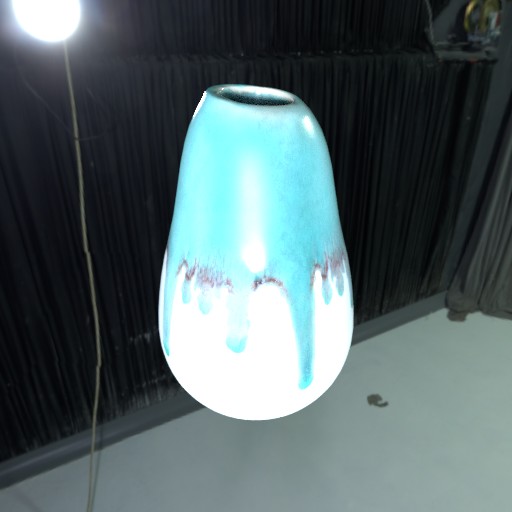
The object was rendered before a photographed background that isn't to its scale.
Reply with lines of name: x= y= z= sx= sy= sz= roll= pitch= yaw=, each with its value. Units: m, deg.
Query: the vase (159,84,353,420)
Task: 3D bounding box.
vase: x=0.000 y=0.000 z=0.251 sx=0.116 sy=0.179 sz=0.116 roll=0 pitch=28 yaw=0
